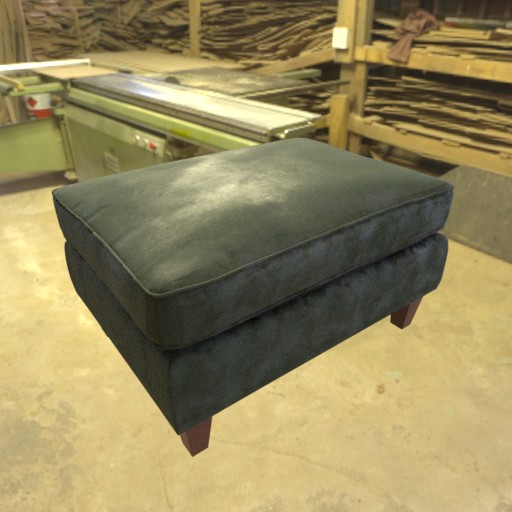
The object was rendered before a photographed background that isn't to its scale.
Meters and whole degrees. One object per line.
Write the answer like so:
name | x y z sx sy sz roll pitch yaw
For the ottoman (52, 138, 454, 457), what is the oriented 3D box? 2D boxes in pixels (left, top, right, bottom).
ottoman | 0.000 0.000 1.216 0.864 0.495 0.632 -20 35 -32
